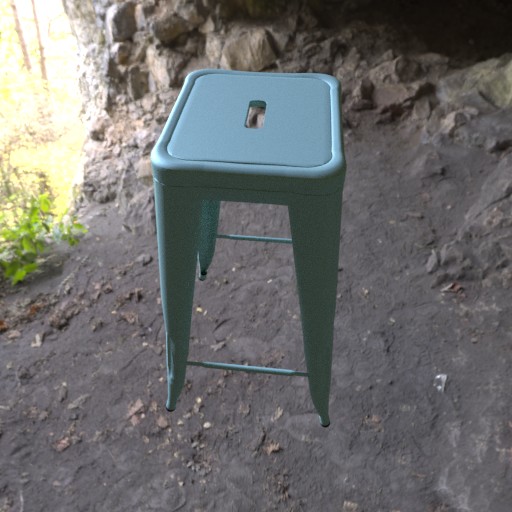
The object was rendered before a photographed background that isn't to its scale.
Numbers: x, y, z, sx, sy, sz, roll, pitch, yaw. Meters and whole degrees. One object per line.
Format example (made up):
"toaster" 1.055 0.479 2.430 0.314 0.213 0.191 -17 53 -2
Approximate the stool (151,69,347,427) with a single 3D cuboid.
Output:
"stool" 0.000 0.000 0.865 0.359 0.609 0.399 4 47 4
